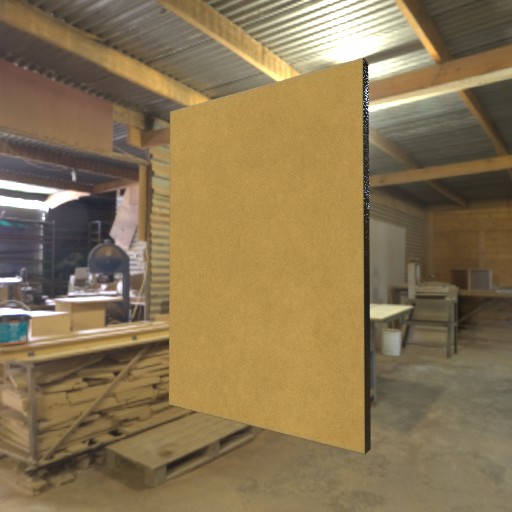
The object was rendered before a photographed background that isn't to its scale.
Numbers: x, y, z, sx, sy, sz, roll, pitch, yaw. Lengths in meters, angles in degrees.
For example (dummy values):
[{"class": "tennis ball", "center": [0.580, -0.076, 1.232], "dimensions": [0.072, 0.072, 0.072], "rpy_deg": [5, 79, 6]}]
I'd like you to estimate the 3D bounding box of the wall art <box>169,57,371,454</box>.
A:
[{"class": "wall art", "center": [0.000, 0.000, 0.605], "dimensions": [0.314, 0.455, 0.019], "rpy_deg": [-1, -2, 35]}]
